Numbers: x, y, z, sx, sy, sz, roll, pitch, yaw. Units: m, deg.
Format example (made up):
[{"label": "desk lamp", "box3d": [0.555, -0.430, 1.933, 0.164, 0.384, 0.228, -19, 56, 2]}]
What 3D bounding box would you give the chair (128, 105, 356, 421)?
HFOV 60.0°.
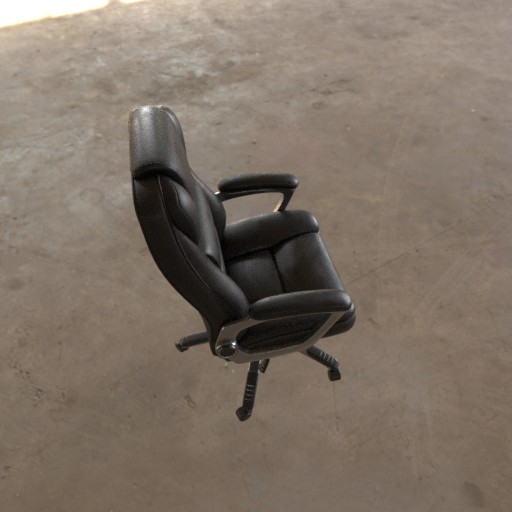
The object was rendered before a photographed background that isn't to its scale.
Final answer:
[{"label": "chair", "box3d": [0.000, 0.000, 1.532, 0.689, 1.075, 0.697, -9, 48, -8]}]
